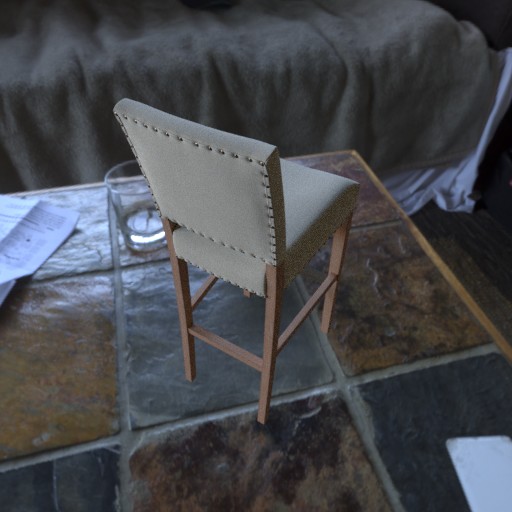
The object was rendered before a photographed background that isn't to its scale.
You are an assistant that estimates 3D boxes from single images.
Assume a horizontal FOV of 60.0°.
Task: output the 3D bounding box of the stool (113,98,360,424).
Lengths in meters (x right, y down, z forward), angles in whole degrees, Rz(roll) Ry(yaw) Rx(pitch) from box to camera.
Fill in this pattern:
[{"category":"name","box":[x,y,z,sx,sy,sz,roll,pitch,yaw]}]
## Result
[{"category":"stool","box":[0.000,0.000,1.397,0.428,1.143,0.546,23,50,21]}]
